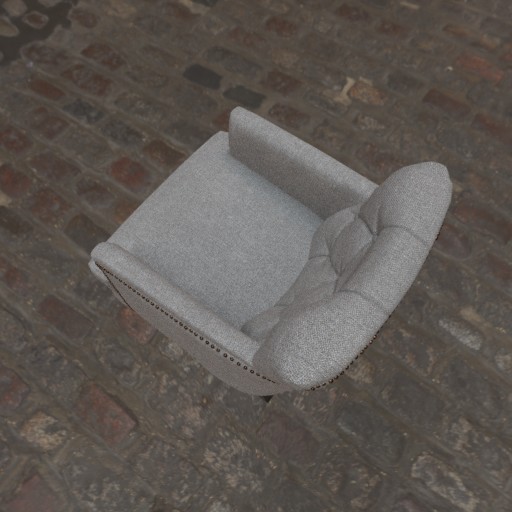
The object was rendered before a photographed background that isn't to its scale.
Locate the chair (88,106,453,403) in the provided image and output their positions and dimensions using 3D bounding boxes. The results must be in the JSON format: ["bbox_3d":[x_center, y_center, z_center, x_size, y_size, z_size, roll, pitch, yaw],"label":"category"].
[{"bbox_3d":[0.000,0.000,1.490,0.902,0.823,0.737,33,68,15],"label":"chair"}]
